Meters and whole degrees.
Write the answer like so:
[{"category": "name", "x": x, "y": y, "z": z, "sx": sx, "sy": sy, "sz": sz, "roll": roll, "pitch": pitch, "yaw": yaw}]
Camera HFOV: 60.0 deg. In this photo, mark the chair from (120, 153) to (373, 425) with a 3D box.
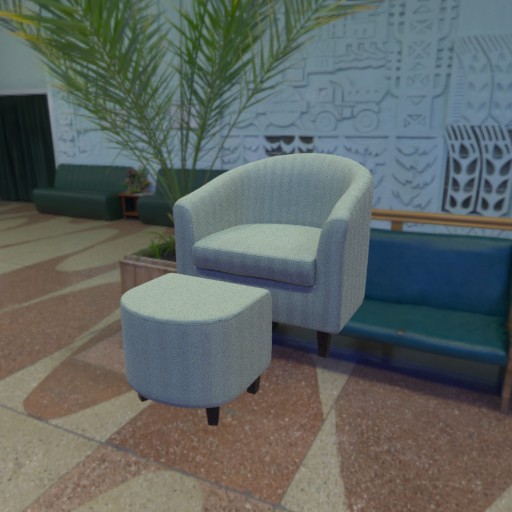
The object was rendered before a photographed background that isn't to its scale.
[{"category": "chair", "x": 0.000, "y": 0.000, "z": 1.773, "sx": 0.756, "sy": 0.757, "sz": 1.288, "roll": 8, "pitch": 17, "yaw": 27}]
